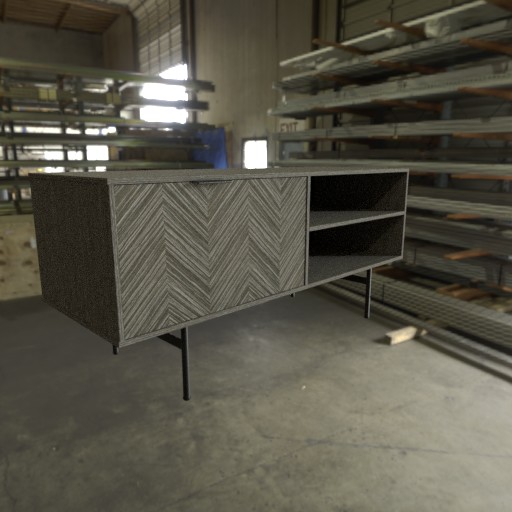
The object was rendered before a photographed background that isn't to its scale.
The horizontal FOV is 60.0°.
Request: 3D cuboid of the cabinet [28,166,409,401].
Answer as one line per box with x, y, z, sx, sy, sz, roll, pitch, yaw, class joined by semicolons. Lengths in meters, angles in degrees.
0.000;0.000;1.577;1.300;0.599;0.500;-12;17;-43;cabinet
